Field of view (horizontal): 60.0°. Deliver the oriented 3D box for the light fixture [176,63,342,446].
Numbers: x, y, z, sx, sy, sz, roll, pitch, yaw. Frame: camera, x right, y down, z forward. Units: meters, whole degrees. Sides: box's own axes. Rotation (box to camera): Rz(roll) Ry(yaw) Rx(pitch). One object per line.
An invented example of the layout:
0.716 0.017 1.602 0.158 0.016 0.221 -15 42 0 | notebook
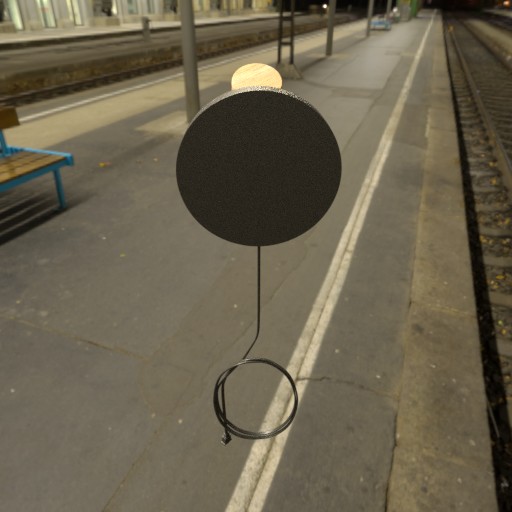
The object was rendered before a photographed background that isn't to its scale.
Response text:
0.000 0.000 0.492 0.127 0.401 0.203 -1 30 -1 | light fixture
